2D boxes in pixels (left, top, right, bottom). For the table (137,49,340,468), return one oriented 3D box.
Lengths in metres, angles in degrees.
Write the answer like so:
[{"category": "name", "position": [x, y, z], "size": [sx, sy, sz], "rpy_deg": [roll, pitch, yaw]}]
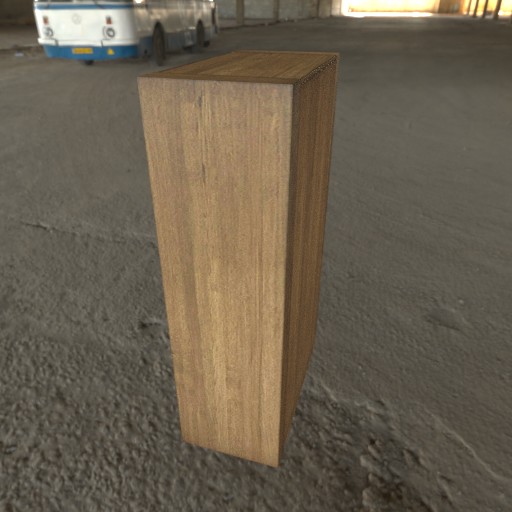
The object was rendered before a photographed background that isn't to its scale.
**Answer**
[{"category": "table", "position": [0.000, 0.000, 2.482], "size": [0.600, 2.000, 1.100], "rpy_deg": [9, 31, 15]}]
